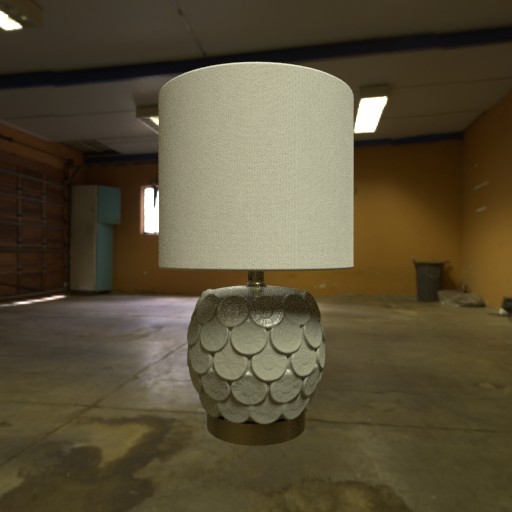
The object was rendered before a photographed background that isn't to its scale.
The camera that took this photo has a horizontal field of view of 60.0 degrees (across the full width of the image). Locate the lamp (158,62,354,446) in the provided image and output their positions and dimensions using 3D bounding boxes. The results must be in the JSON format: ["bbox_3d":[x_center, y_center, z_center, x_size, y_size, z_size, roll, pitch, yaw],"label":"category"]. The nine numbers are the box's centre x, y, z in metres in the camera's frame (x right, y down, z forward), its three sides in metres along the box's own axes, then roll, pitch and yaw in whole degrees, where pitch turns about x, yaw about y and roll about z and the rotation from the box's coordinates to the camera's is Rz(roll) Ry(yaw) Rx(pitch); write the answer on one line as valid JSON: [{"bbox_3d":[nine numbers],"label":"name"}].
[{"bbox_3d":[0.000,0.000,0.592,0.254,0.452,0.254,0,0,0],"label":"lamp"}]
